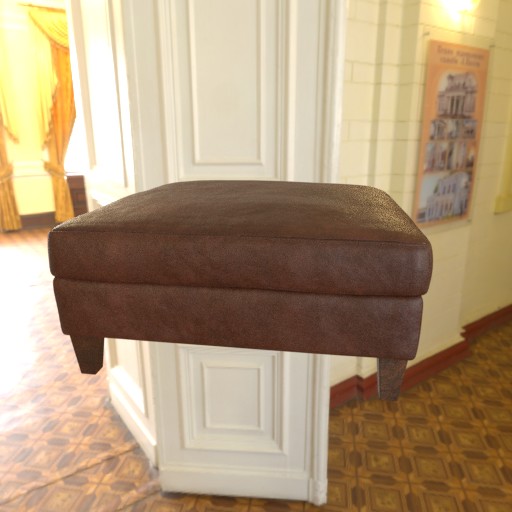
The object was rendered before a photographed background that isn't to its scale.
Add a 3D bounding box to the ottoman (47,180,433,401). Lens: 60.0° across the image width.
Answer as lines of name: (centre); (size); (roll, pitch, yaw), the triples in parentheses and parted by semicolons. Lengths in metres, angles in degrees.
ottoman: (0.000, 0.000, 1.328); (0.836, 0.415, 0.844); (2, 16, 8)
